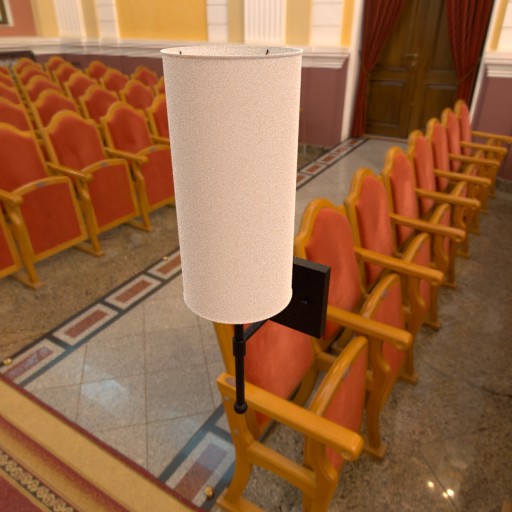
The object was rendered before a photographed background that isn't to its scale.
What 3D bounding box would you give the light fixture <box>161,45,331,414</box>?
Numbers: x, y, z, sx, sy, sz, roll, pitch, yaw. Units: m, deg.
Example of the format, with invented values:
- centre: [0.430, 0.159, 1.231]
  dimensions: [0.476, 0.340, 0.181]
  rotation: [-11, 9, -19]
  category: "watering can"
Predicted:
- centre: [0.000, 0.000, 0.541]
  dimensions: [0.128, 0.462, 0.208]
  rotation: [17, 33, 28]
  category: "light fixture"
